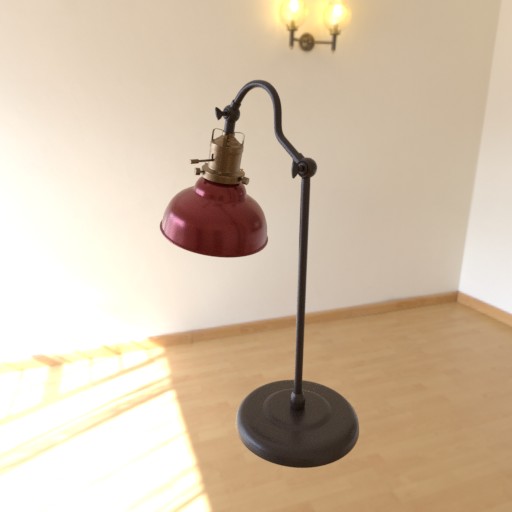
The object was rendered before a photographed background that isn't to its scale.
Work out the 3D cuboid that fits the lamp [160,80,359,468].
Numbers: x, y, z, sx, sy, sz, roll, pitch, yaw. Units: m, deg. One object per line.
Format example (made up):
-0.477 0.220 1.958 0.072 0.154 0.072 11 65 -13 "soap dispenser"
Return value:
0.000 0.000 0.686 0.192 0.508 0.374 -16 23 -42 "lamp"
